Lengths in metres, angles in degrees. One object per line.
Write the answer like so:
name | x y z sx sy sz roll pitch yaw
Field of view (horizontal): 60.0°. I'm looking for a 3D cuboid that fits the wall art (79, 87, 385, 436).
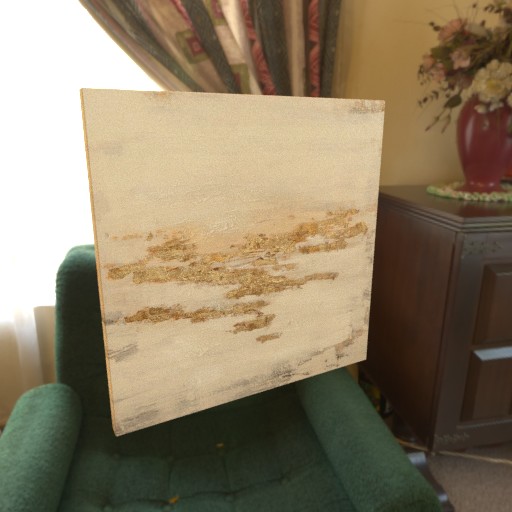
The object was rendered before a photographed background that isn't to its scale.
wall art | 0.000 0.000 1.107 0.753 0.755 0.038 -8 18 -27
